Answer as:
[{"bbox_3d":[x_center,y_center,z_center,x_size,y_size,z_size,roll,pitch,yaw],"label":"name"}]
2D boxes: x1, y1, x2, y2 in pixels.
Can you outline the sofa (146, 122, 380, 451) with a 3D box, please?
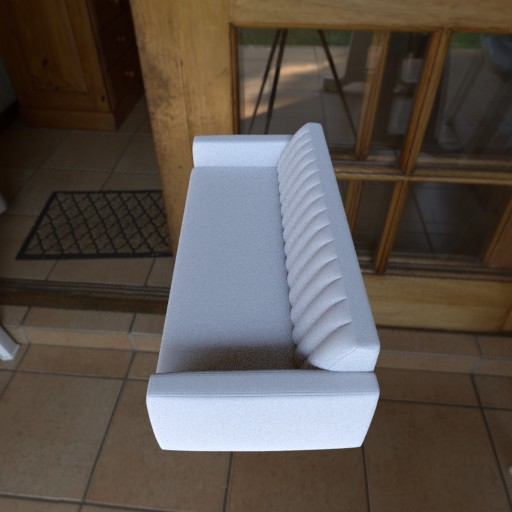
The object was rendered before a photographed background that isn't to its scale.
[{"bbox_3d":[0.000,0.000,2.766,0.990,0.821,2.291,-1,43,-1],"label":"sofa"}]
